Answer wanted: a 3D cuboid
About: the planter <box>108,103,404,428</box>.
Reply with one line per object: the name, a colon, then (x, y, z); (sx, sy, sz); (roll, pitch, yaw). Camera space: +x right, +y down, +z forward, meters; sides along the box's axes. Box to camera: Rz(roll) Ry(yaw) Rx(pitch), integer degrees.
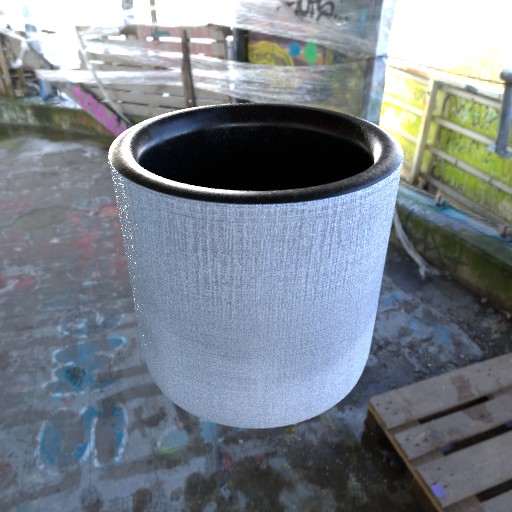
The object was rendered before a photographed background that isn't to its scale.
planter: (0.000, 0.000, 0.286); (0.160, 0.156, 0.160); (0, 33, 0)
